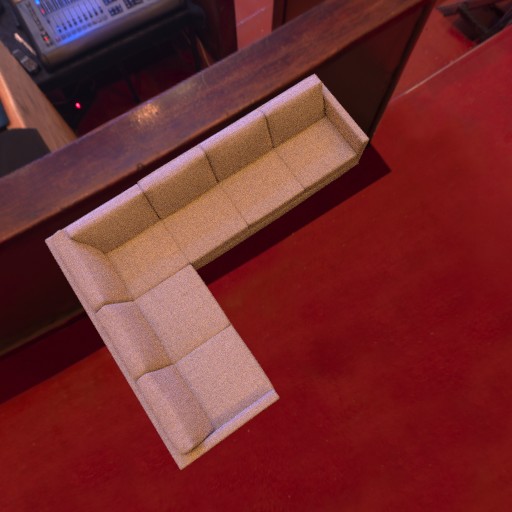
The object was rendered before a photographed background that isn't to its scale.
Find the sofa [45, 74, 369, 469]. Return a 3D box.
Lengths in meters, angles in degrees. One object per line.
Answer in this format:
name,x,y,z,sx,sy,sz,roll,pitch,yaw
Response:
sofa,0.000,0.000,4.366,3.182,0.863,2.432,-34,78,-8
